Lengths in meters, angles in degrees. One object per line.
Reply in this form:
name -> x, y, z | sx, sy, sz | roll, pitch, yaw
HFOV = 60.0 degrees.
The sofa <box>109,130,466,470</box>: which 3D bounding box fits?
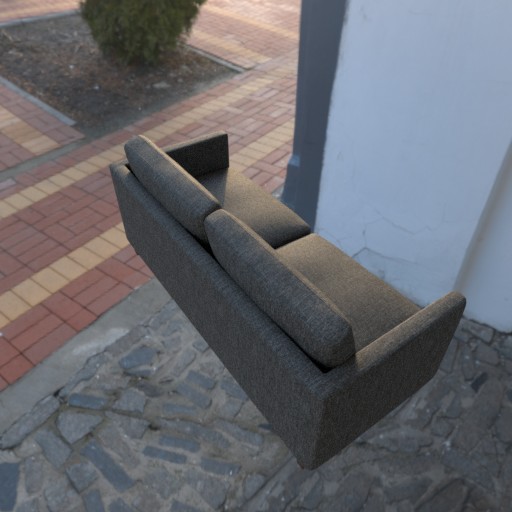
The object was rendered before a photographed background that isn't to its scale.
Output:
sofa -> 0.000, 0.000, 2.716 | 0.948, 0.960, 2.208 | -25, 47, -26
